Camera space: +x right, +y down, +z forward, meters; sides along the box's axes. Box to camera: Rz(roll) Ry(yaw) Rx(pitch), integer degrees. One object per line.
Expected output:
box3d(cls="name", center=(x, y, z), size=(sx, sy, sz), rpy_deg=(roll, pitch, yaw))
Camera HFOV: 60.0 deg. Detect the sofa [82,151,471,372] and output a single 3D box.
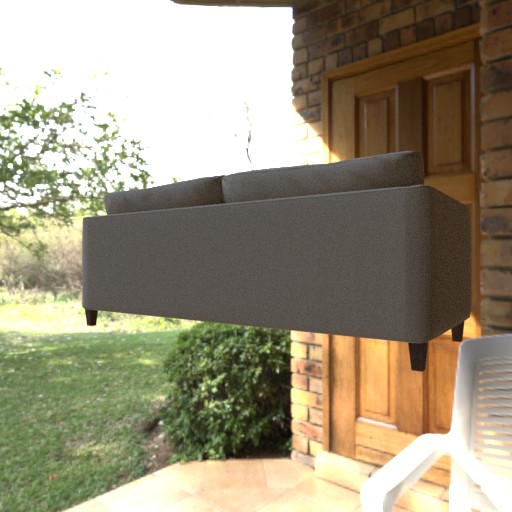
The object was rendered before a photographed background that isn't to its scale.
box3d(cls="sofa", center=(0.000, 0.000, 2.811), size=(2.361, 0.968, 0.951), rpy_deg=(0, -1, 35))
